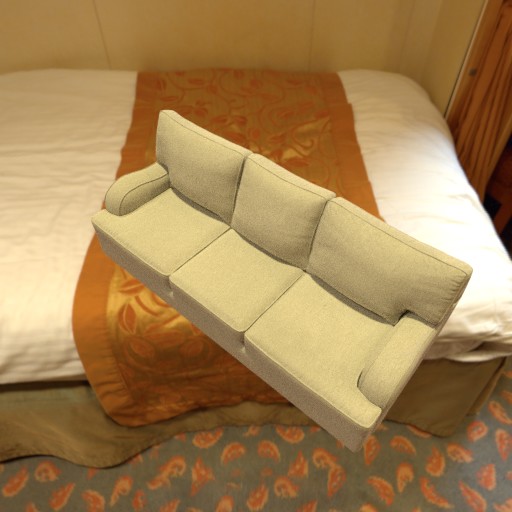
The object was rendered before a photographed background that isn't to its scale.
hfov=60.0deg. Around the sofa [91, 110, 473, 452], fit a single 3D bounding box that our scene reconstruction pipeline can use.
[{"bbox_3d":[0.000,0.000,2.879,2.323,0.991,1.016,33,56,26],"label":"sofa"}]
